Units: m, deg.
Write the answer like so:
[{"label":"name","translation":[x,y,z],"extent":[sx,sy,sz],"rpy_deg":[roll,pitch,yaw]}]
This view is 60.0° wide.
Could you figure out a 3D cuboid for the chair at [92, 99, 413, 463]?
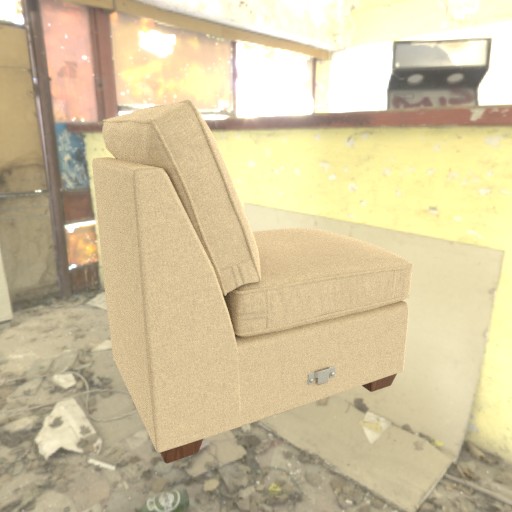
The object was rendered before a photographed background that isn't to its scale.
[{"label":"chair","translation":[0.000,0.000,1.534],"extent":[0.938,0.970,0.621],"rpy_deg":[-8,17,-27]}]
